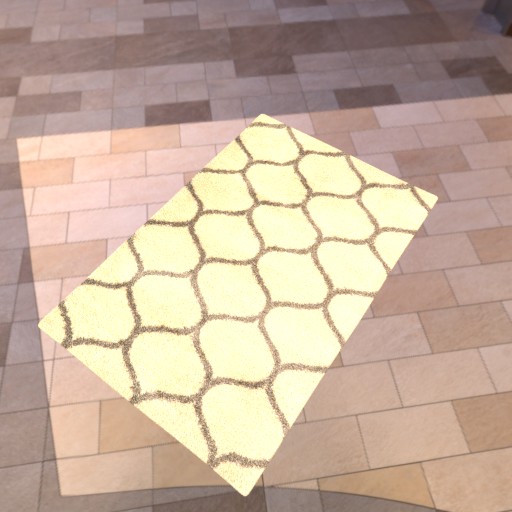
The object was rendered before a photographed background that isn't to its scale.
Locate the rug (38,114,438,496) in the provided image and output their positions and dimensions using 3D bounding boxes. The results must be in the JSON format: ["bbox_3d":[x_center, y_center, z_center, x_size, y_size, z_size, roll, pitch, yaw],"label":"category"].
[{"bbox_3d":[0.000,0.000,3.374,1.801,0.026,2.701,31,62,18],"label":"rug"}]
